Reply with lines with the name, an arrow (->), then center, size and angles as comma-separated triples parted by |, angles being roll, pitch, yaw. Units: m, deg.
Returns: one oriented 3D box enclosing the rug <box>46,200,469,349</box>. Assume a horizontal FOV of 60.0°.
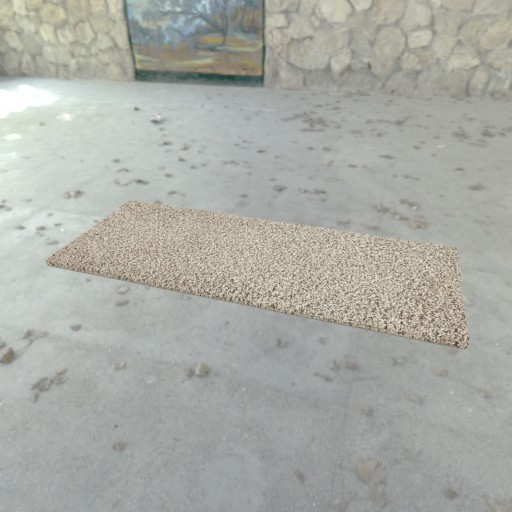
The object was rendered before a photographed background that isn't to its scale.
rug -> 0.000, 0.000, 1.758 | 1.524, 0.030, 0.609 | 10, 32, 16
